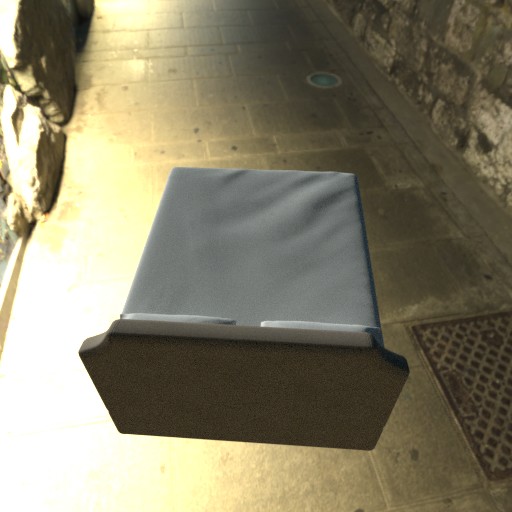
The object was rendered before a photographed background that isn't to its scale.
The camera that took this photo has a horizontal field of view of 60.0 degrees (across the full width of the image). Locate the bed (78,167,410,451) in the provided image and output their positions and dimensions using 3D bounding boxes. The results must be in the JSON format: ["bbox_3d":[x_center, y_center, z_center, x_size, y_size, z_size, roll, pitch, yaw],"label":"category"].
[{"bbox_3d":[0.000,0.000,3.555,1.977,1.293,2.498,3,46,3],"label":"bed"}]
